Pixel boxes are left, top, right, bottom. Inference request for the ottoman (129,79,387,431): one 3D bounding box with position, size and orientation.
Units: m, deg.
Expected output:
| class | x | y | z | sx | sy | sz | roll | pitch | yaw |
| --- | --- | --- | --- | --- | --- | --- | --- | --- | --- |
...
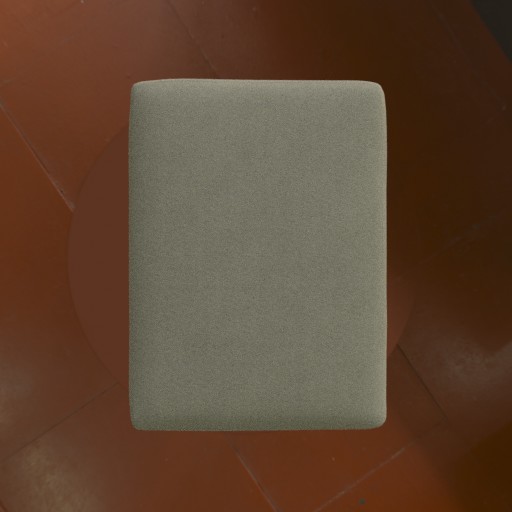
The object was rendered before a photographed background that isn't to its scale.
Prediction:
| class | x | y | z | sx | sy | sz | roll | pitch | yaw |
| --- | --- | --- | --- | --- | --- | --- | --- | --- | --- |
| ottoman | 0.000 | 0.000 | 1.151 | 0.569 | 0.504 | 0.773 | 0 | 90 | -1 |
